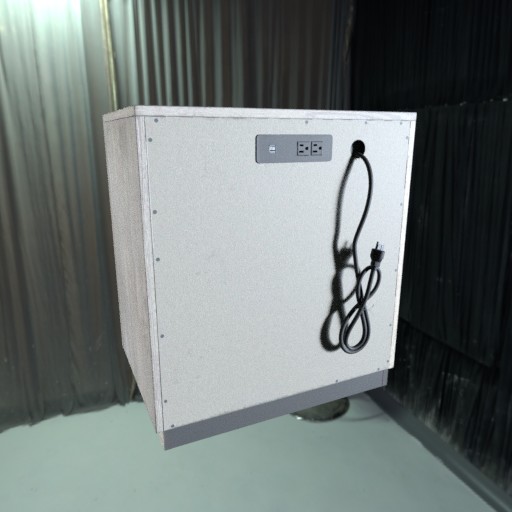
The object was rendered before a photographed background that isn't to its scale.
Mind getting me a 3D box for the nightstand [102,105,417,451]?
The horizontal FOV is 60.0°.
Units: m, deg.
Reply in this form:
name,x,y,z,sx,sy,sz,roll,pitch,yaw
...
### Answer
name,x,y,z,sx,sy,sz,roll,pitch,yaw
nightstand,0.000,0.000,1.095,0.612,0.673,0.483,-7,17,-24
